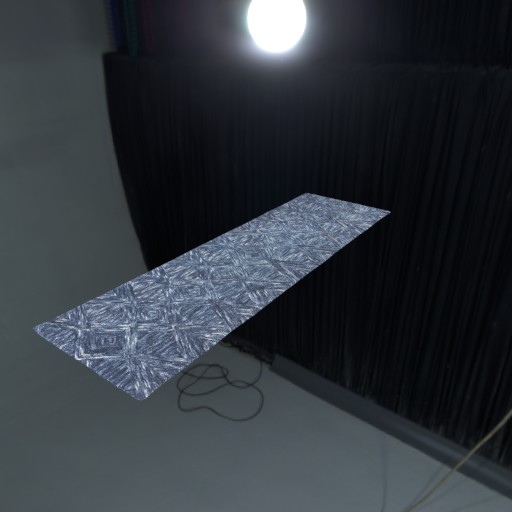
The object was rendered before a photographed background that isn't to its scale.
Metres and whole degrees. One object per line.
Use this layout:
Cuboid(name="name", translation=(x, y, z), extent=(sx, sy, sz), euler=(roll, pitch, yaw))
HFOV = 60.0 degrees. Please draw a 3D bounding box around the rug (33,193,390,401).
Cuboid(name="rug", translation=(0.000, 0.000, 2.559), extent=(0.719, 0.013, 2.306), euler=(18, 32, 32))
